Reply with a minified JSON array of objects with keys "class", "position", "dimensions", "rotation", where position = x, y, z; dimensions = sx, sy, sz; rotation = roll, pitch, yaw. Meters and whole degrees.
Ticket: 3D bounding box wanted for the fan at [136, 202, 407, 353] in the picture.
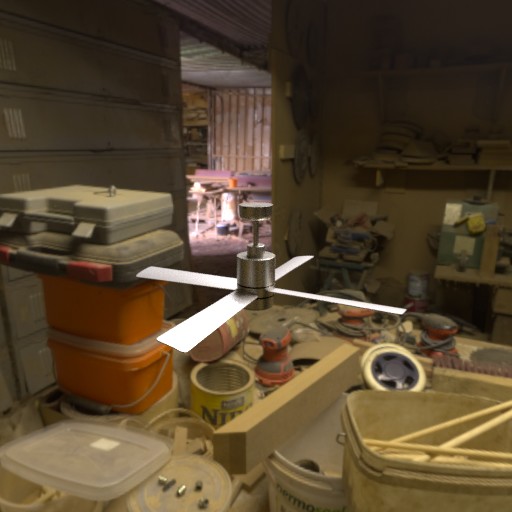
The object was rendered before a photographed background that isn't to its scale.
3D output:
[{"class":"fan","position":[0.000,0.000,2.317],"dimensions":[1.525,0.539,1.525],"rotation":[7,16,26]}]
